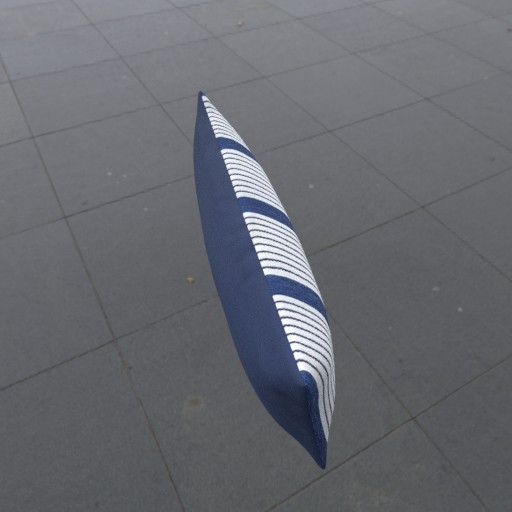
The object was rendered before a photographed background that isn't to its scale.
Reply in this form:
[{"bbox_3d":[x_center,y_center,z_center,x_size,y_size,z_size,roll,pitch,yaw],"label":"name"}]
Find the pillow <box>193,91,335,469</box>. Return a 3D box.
[{"bbox_3d":[0.000,0.000,0.729,0.156,0.292,0.608,-11,48,-10],"label":"pillow"}]
